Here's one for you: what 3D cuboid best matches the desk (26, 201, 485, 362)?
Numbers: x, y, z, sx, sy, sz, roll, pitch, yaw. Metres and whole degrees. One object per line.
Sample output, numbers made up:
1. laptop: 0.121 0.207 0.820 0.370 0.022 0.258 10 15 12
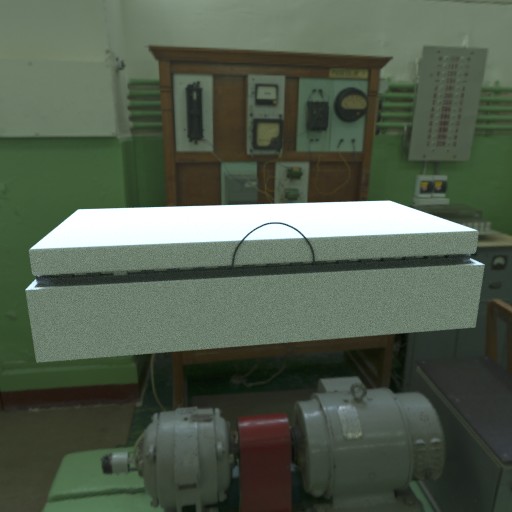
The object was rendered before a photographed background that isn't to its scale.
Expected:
1. desk: 0.000 0.000 2.242 1.900 0.526 0.900 -3 16 -9
